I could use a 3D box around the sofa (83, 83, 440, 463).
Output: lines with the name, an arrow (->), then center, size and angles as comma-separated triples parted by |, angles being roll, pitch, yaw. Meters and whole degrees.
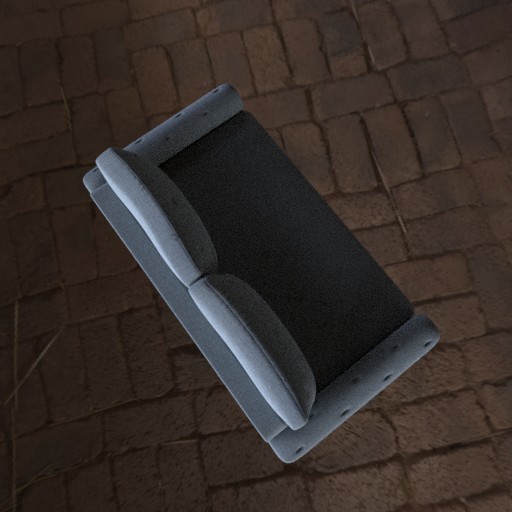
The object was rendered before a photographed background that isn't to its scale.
sofa -> 0.000, 0.000, 2.136 | 0.920, 0.790, 1.650 | -36, 79, -8
